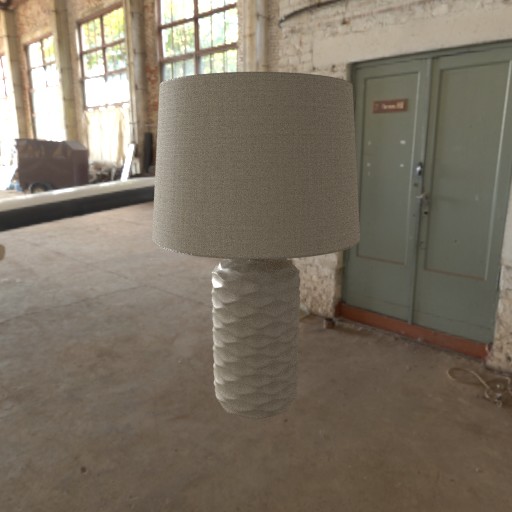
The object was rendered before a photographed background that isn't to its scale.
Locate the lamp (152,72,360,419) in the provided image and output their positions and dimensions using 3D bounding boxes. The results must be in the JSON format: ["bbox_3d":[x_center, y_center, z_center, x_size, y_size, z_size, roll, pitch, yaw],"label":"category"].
[{"bbox_3d":[0.000,0.000,0.830,0.376,0.594,0.376,0,13,0],"label":"lamp"}]
